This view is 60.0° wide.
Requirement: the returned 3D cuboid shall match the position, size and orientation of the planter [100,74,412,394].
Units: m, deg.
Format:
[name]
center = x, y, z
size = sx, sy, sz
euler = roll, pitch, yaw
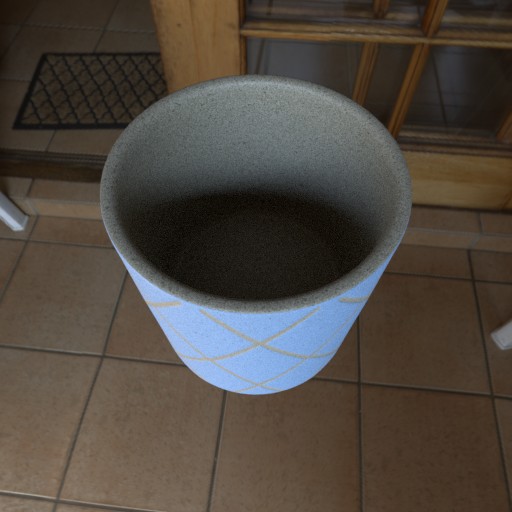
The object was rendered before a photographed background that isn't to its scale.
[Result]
[planter]
center = 0.000, 0.000, 0.358
size = 0.191, 0.200, 0.191
euler = 0, 59, 0
